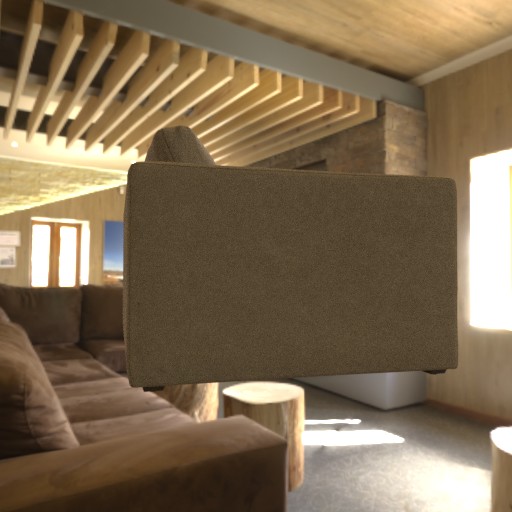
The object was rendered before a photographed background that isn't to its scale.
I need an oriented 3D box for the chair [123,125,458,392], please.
[{"bbox_3d":[0.000,0.000,1.879,1.091,0.845,1.190,1,-2,-17],"label":"chair"}]
